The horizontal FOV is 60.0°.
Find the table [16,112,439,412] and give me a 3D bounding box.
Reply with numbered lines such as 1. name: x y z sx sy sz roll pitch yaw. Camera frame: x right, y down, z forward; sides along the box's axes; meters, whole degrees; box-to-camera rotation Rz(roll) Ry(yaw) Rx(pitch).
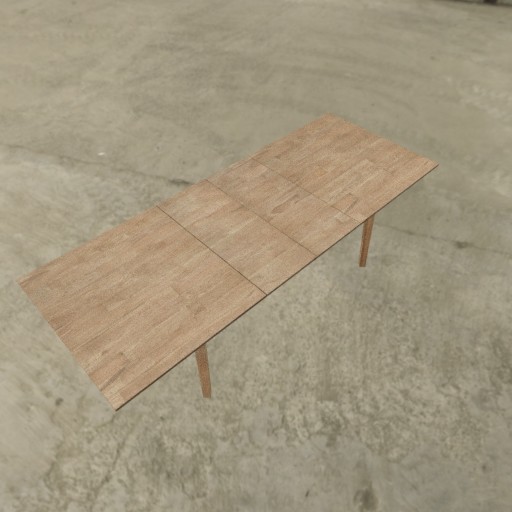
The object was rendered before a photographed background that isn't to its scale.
1. table: 0.000 0.000 3.017 2.603 0.752 1.000 -35 55 -28
